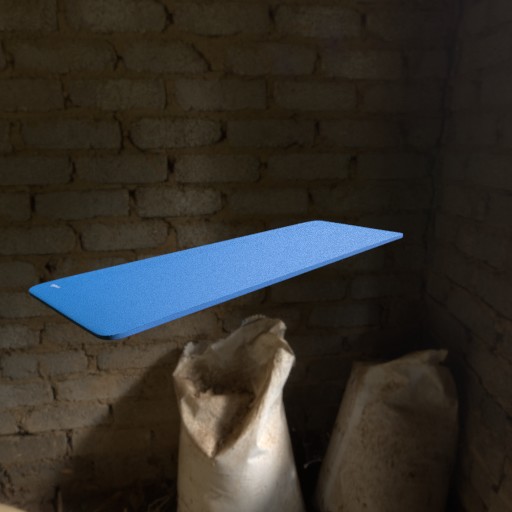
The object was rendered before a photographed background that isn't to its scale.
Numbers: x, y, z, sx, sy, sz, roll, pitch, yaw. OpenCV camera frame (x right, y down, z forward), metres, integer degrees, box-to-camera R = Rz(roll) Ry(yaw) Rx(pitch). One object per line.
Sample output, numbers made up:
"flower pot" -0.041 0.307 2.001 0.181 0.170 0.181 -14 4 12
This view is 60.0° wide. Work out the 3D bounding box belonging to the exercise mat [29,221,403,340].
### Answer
"exercise mat" 0.000 0.000 2.091 0.616 0.021 1.869 14 21 41
